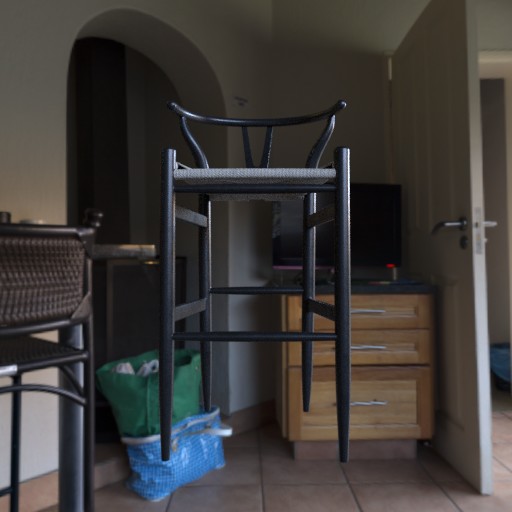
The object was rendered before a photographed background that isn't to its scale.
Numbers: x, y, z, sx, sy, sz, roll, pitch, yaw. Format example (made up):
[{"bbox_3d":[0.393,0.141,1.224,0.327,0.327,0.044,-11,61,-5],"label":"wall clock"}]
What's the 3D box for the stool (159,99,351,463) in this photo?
[{"bbox_3d":[0.000,0.000,1.434,0.569,1.072,0.579,0,-1,1],"label":"stool"}]
